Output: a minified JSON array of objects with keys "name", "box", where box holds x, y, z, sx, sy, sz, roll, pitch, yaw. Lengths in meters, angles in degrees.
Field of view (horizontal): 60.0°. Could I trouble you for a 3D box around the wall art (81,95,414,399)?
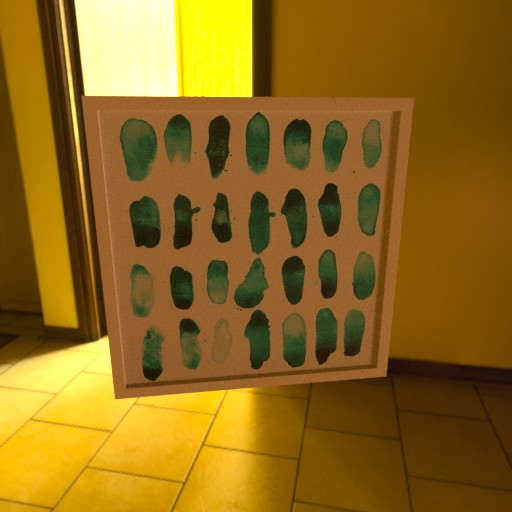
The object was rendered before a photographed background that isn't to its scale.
[{"name":"wall art","box":[0.000,0.000,0.675,0.456,0.457,0.009,-2,17,-8]}]
